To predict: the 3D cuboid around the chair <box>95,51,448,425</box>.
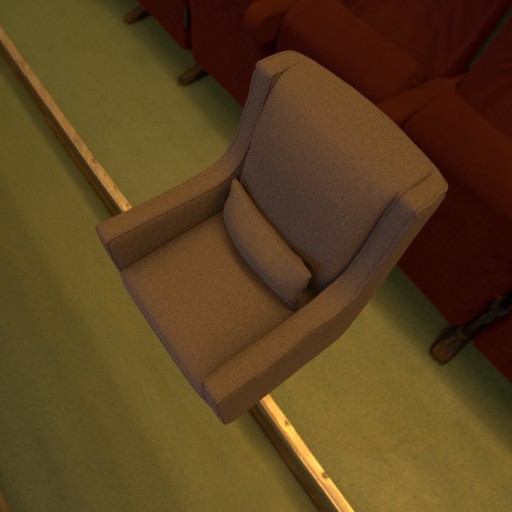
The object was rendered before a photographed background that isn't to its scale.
[{"bbox_3d":[0.000,0.000,1.590,0.879,0.993,0.732,-34,69,-15],"label":"chair"}]
